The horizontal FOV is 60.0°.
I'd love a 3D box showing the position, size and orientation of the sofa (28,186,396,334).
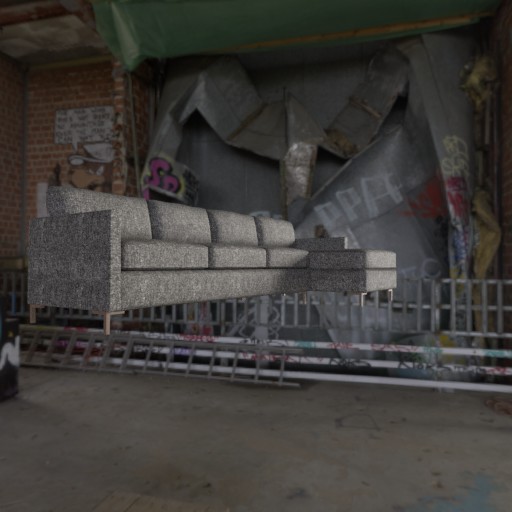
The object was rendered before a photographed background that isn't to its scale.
[{"bbox_3d":[0.000,0.000,4.028,1.488,0.970,3.384,-1,-1,36],"label":"sofa"}]
